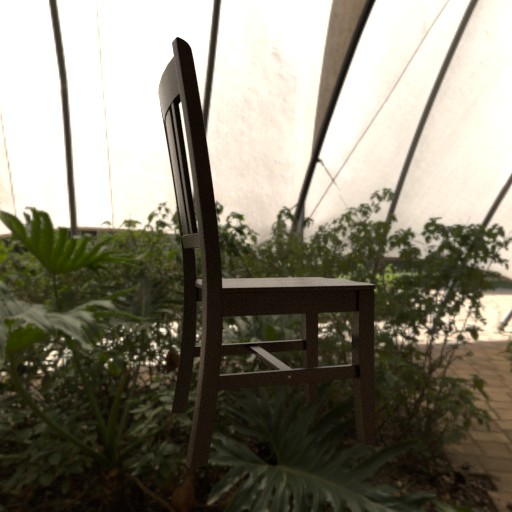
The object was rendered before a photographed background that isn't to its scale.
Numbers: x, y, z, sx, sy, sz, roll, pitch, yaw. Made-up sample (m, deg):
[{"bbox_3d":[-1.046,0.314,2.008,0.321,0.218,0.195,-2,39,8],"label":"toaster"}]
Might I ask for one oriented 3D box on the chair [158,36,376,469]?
[{"bbox_3d":[0.000,0.000,1.292,0.555,0.998,0.450,0,0,-16],"label":"chair"}]
